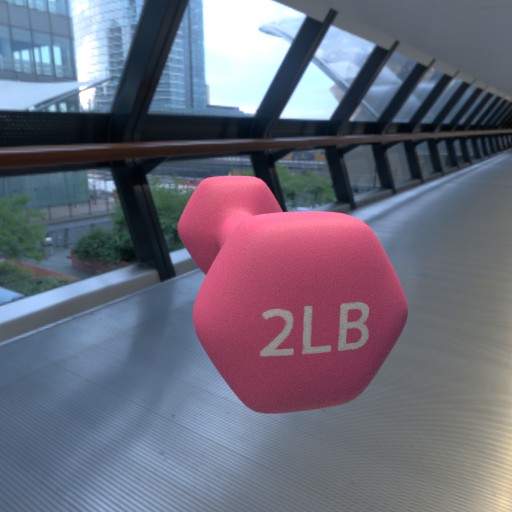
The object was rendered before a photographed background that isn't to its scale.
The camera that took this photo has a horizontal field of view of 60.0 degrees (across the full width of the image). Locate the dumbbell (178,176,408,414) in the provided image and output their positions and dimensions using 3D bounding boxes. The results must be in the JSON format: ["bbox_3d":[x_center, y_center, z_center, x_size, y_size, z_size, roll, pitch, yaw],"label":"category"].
[{"bbox_3d":[0.000,0.000,0.175,0.058,0.053,0.146,-3,15,-11],"label":"dumbbell"}]
